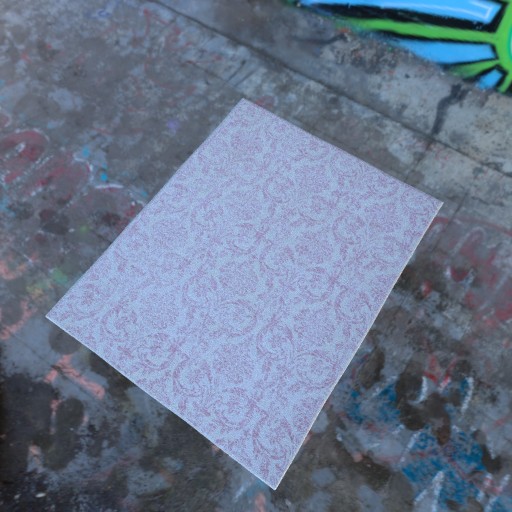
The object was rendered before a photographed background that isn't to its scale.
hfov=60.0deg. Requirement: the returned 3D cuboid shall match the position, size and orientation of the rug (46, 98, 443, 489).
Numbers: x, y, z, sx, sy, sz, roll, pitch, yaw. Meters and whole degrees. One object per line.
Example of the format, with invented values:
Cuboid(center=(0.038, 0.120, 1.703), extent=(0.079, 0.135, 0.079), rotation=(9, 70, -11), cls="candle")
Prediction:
Cuboid(center=(0.000, 0.000, 4.052), extent=(2.363, 0.012, 2.980), rotation=(32, 69, 13), cls="rug")
